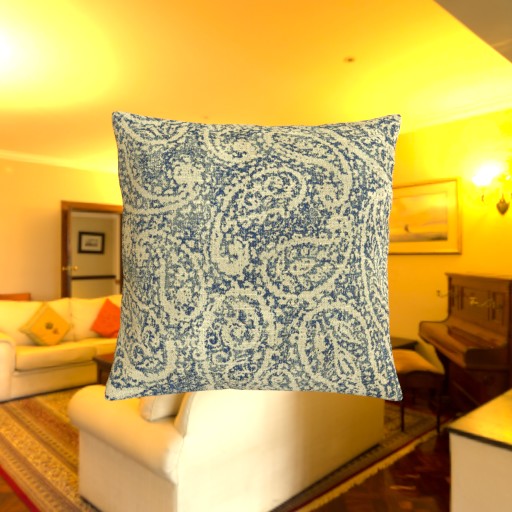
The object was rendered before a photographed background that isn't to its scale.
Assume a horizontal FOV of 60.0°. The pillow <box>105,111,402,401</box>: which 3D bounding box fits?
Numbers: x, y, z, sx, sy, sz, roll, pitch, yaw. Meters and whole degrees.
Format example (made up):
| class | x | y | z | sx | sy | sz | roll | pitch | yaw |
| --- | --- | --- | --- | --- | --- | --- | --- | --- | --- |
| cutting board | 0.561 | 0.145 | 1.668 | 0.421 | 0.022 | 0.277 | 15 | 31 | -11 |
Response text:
| class | x | y | z | sx | sy | sz | roll | pitch | yaw |
| --- | --- | --- | --- | --- | --- | --- | --- | --- | --- |
| pillow | 0.000 | 0.000 | 0.782 | 0.523 | 0.510 | 0.166 | 0 | 0 | -2 |
